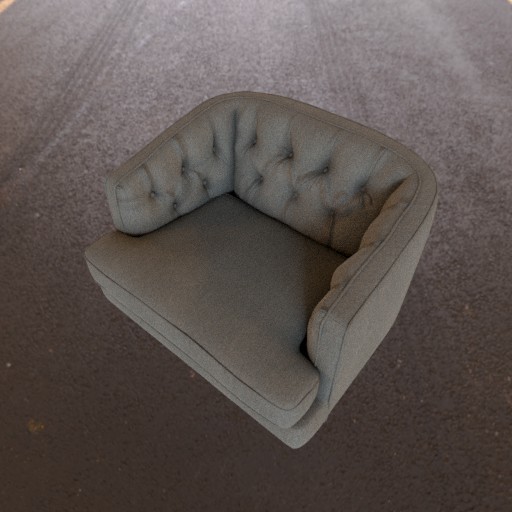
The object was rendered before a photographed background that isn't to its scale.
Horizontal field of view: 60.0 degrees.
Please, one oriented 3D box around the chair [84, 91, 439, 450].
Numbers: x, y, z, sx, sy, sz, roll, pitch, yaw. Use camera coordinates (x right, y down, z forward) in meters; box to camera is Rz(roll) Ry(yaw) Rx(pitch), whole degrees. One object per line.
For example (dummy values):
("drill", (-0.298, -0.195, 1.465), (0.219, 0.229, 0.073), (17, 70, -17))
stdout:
("chair", (0.000, 0.000, 1.758), (1.094, 0.852, 0.945), (31, 54, 26))
